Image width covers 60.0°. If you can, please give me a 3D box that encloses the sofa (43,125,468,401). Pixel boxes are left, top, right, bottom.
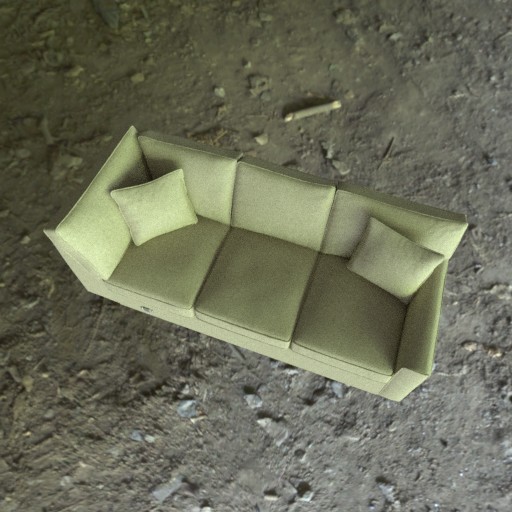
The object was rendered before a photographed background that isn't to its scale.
[{"bbox_3d":[0.000,0.000,2.920,2.323,0.948,1.053,17,60,10],"label":"sofa"}]
